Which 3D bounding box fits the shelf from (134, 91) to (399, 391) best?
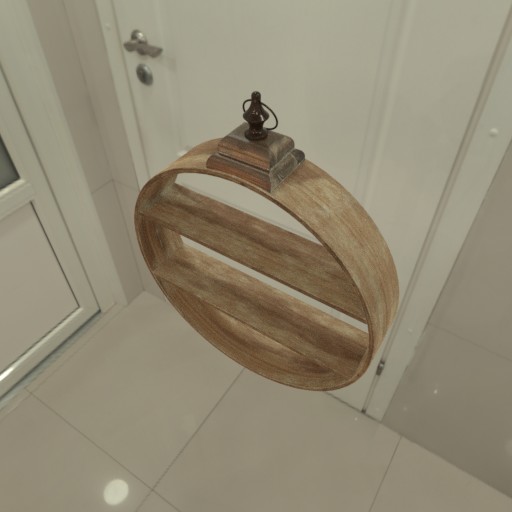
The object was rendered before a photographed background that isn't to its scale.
[{"bbox_3d":[0.000,0.000,0.943,0.601,0.725,0.125,25,51,22],"label":"shelf"}]
